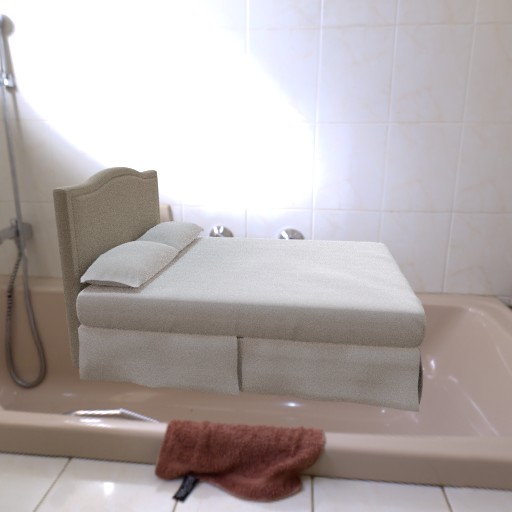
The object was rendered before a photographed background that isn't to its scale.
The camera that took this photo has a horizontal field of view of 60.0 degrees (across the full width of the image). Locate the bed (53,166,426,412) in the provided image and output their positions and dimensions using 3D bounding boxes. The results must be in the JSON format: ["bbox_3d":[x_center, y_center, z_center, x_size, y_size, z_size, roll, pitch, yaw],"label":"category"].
[{"bbox_3d":[0.000,0.000,3.709,2.477,1.437,1.977,2,15,8],"label":"bed"}]
